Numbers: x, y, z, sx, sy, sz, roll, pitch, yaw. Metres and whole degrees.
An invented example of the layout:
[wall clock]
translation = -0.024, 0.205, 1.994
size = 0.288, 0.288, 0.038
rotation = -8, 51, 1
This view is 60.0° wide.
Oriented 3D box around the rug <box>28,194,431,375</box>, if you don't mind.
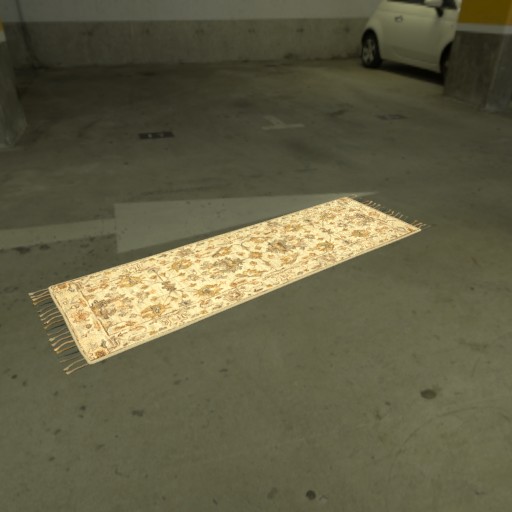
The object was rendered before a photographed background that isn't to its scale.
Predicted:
[rug]
translation = 0.000, 0.000, 2.688
size = 2.438, 0.021, 0.729
rotation = -19, 35, -30
